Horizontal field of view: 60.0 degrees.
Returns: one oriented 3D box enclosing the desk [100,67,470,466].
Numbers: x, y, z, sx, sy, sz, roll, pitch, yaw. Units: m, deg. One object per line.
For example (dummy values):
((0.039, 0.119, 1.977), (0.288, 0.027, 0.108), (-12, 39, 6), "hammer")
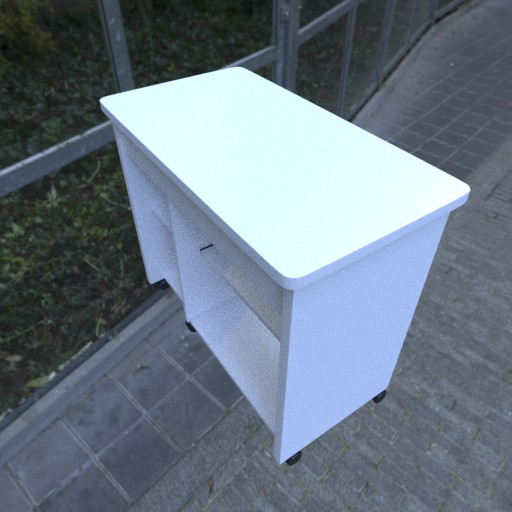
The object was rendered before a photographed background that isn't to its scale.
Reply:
((0.000, 0.000, 1.310), (0.475, 0.763, 0.877), (-24, 47, -25), "desk")
